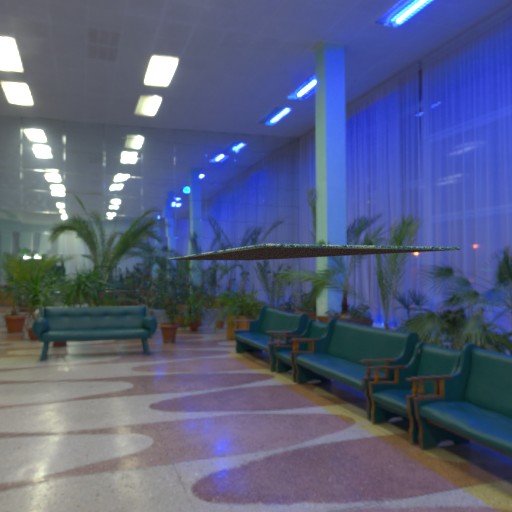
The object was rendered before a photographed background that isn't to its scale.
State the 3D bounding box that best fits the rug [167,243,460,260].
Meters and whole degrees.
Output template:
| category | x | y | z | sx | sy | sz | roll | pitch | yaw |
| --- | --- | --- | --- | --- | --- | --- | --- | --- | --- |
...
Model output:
| category | x | y | z | sx | sy | sz | roll | pitch | yaw |
| --- | --- | --- | --- | --- | --- | --- | --- | --- | --- |
| rug | 0.000 | 0.000 | 2.627 | 0.750 | 0.011 | 2.435 | 0 | -2 | -18 |
